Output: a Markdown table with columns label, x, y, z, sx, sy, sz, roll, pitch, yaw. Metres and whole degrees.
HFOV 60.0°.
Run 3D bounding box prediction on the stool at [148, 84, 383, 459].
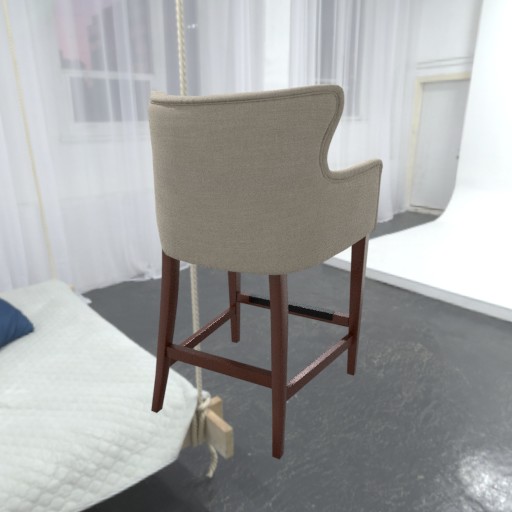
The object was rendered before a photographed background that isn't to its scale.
| label | x | y | z | sx | sy | sz | roll | pitch | yaw |
| --- | --- | --- | --- | --- | --- | --- | --- | --- | --- |
| stool | 0.000 | 0.000 | 1.409 | 0.615 | 0.987 | 0.637 | 9 | 20 | 28 |
